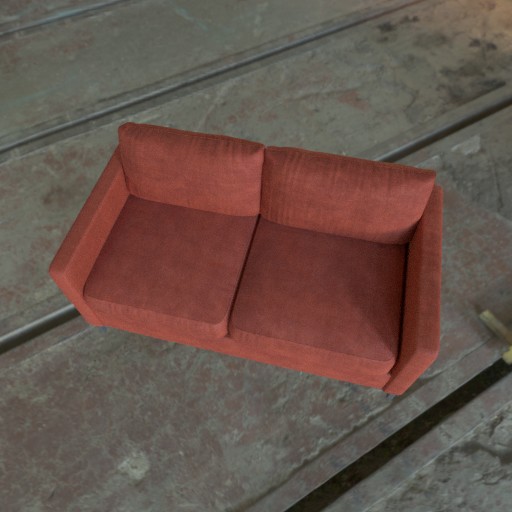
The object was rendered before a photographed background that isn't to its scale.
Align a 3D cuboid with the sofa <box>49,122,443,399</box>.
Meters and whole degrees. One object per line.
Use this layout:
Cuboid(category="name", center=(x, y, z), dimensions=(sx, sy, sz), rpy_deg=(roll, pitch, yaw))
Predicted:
Cuboid(category="sofa", center=(0.000, 0.000, 2.094), dimensions=(1.574, 0.896, 0.864), rpy_deg=(11, 58, 7))
